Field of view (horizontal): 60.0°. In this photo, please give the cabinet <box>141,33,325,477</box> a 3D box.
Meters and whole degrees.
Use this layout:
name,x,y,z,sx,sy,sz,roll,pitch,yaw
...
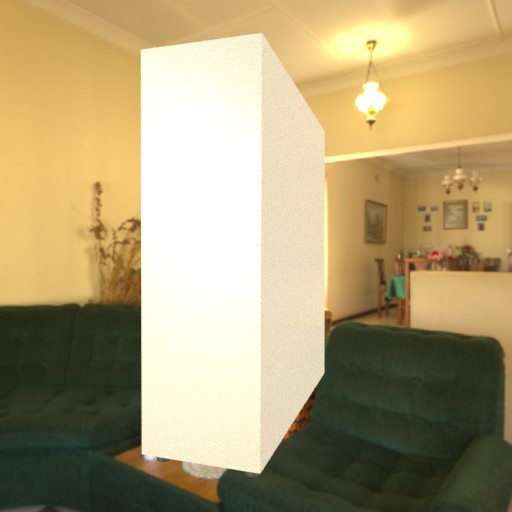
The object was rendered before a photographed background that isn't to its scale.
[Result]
name,x,y,z,sx,sy,sz,roll,pitch,yaw
cabinet,0.000,0.000,1.647,0.348,1.150,0.990,0,1,18
